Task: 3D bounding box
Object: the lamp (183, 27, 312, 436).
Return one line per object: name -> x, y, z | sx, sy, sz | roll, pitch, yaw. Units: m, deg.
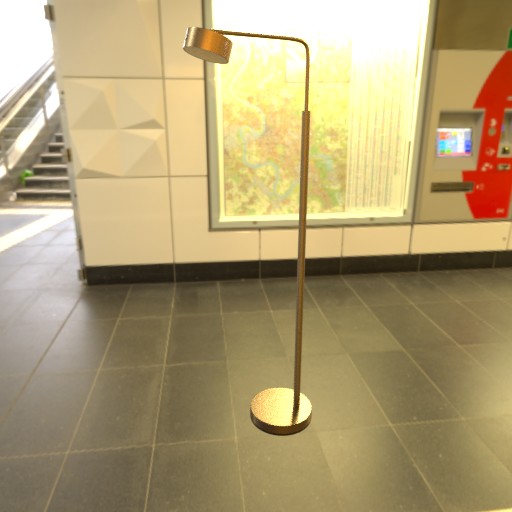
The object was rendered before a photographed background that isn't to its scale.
lamp -> 0.000, 0.000, 1.361 | 0.418, 1.230, 0.219 | -9, 20, -25
